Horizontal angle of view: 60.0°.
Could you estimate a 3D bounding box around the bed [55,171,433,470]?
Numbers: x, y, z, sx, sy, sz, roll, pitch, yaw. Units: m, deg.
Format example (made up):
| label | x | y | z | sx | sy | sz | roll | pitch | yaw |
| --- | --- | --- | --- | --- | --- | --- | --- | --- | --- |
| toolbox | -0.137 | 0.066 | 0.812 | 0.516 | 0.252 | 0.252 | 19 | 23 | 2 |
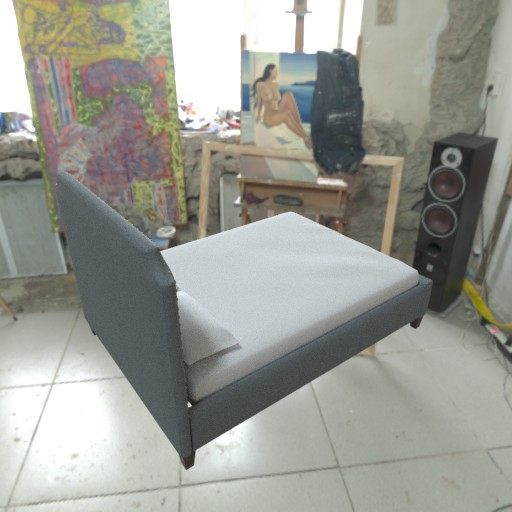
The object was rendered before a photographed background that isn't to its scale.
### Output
| label | x | y | z | sx | sy | sz | roll | pitch | yaw |
| --- | --- | --- | --- | --- | --- | --- | --- | --- | --- |
| bed | 0.000 | 0.000 | 3.445 | 2.372 | 1.443 | 1.712 | -20 | 34 | -32 |
